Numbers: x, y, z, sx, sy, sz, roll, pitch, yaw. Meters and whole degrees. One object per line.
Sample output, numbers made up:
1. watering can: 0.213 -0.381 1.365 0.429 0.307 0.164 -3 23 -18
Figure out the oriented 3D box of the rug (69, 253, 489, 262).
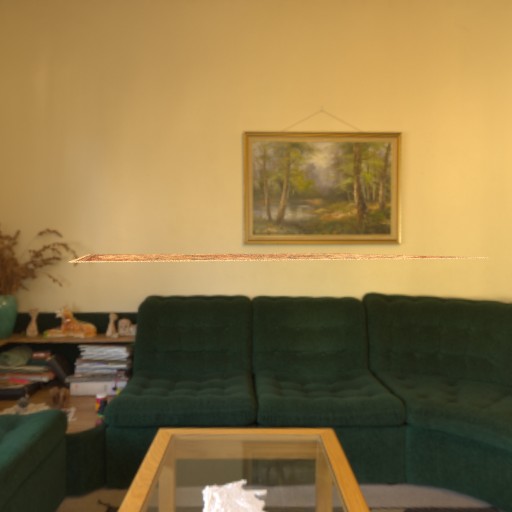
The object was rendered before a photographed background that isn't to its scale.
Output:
1. rug: 0.000 0.000 4.178 3.067 0.005 2.454 0 1 -18
